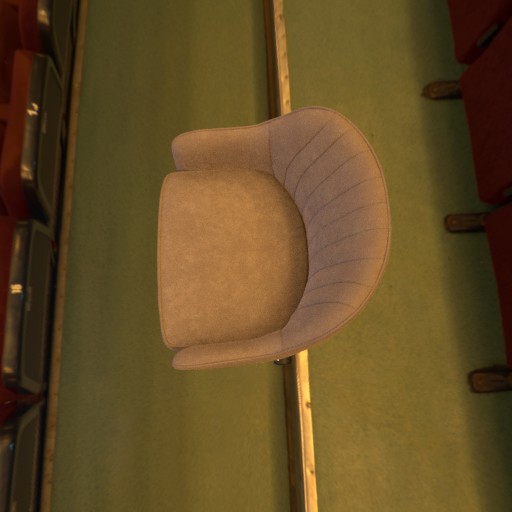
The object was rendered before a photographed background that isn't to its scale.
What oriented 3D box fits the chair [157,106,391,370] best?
[{"bbox_3d":[0.000,0.000,1.310,0.573,0.831,0.635,-3,76,-1],"label":"chair"}]
